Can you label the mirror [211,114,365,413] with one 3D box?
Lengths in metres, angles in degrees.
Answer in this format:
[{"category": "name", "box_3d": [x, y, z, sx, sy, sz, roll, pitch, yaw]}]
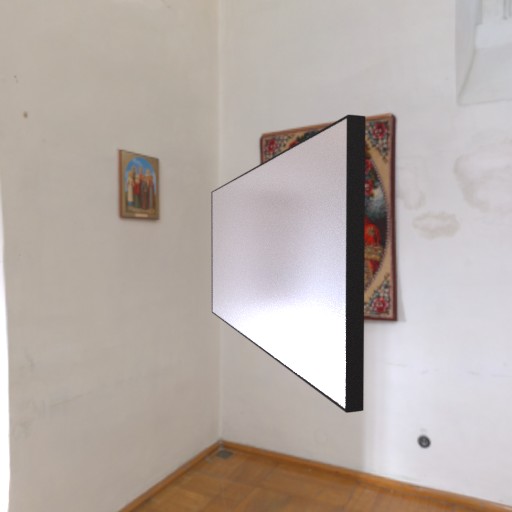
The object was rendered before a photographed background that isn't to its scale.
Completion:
[{"category": "mirror", "box_3d": [0.000, 0.000, 1.788, 0.047, 0.692, 1.584, 0, 2, -17]}]
